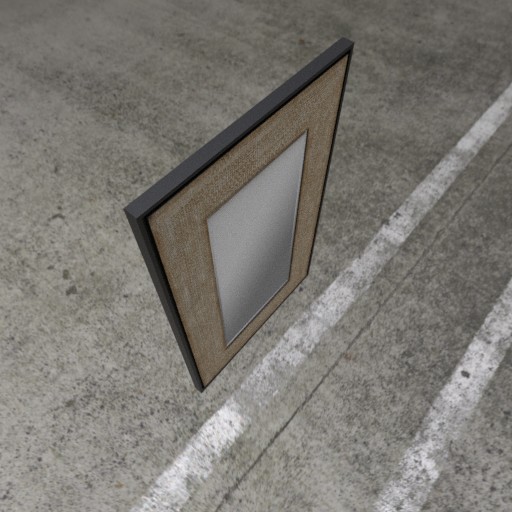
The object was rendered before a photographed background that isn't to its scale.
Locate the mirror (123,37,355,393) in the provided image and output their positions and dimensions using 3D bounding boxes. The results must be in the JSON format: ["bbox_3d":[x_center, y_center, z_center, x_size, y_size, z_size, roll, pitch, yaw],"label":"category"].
[{"bbox_3d":[0.000,0.000,1.531,0.038,1.219,0.762,35,64,20],"label":"mirror"}]
